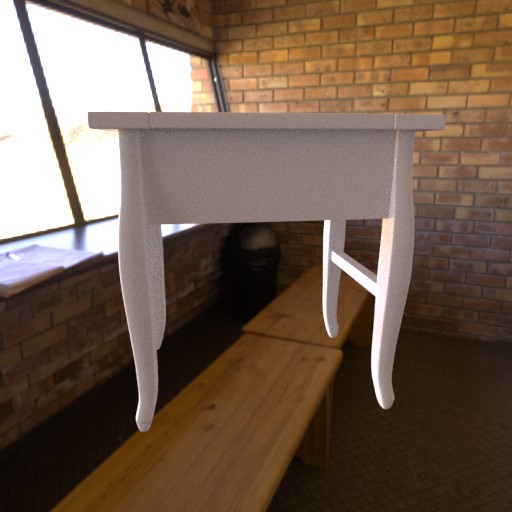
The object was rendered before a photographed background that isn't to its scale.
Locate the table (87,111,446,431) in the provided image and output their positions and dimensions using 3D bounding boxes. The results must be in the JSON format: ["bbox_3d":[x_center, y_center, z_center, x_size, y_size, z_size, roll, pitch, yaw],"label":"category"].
[{"bbox_3d":[0.000,0.000,1.022,0.599,0.605,0.463,-2,15,-8],"label":"table"}]
